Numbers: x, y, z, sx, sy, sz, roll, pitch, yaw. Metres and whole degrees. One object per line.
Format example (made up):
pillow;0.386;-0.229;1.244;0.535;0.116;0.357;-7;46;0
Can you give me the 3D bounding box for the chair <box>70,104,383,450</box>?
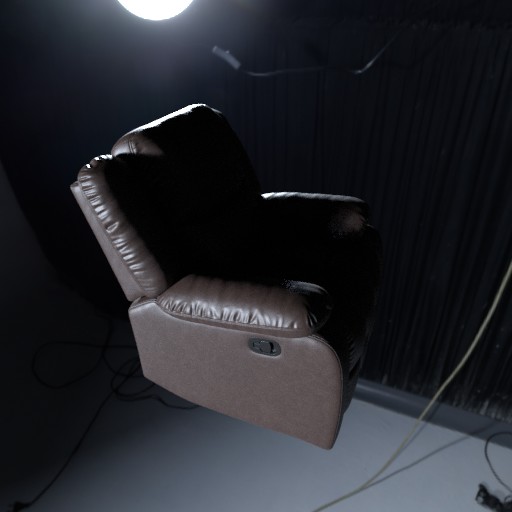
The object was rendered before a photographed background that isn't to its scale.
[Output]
chair;0.000;0.000;1.709;0.934;1.009;0.899;12;33;19
